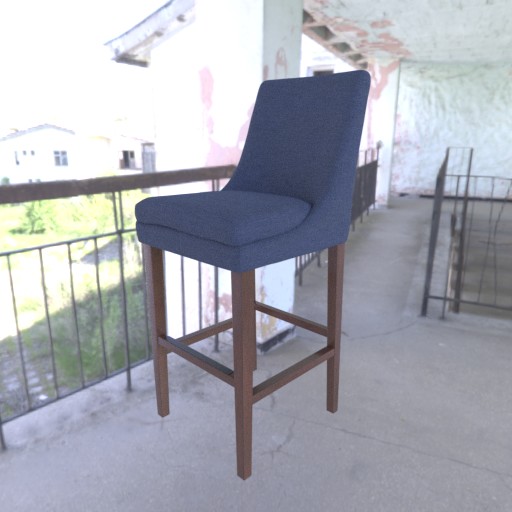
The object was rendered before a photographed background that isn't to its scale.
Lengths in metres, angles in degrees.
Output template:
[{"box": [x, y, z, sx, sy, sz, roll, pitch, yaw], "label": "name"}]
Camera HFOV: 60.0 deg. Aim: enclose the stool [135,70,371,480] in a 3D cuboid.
[{"box": [0.000, 0.000, 1.368, 0.470, 1.078, 0.577, 15, 21, 43], "label": "stool"}]
